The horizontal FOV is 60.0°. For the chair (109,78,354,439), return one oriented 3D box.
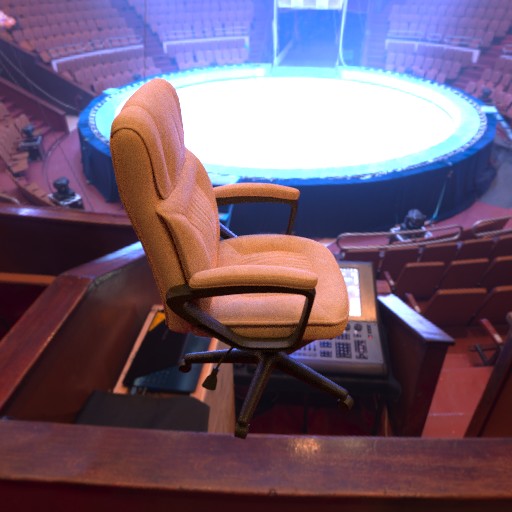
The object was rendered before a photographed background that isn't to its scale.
[{"bbox_3d":[0.000,0.000,1.519,0.724,1.105,0.667,0,33,0],"label":"chair"}]
